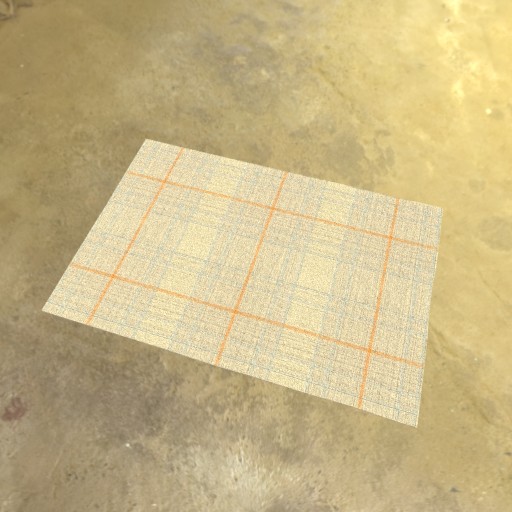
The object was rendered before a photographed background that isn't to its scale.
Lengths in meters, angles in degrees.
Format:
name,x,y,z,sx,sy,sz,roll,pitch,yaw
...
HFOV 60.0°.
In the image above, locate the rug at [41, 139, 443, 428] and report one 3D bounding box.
name,x,y,z,sx,sy,sz,roll,pitch,yaw
rug,0.000,0.000,2.335,1.825,0.015,1.232,15,60,9
